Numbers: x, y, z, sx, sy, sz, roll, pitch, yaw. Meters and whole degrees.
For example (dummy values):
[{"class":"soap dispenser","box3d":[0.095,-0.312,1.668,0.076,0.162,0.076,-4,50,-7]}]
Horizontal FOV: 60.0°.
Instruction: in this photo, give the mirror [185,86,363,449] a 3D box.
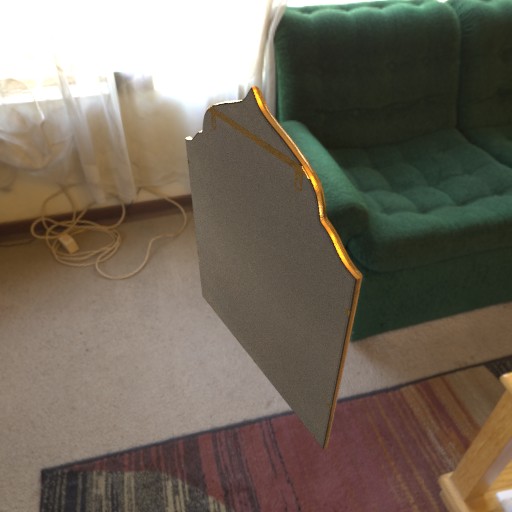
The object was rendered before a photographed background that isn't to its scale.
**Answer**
[{"class":"mirror","box3d":[0.000,0.000,0.840,0.018,0.635,0.513,-23,45,-25]}]
